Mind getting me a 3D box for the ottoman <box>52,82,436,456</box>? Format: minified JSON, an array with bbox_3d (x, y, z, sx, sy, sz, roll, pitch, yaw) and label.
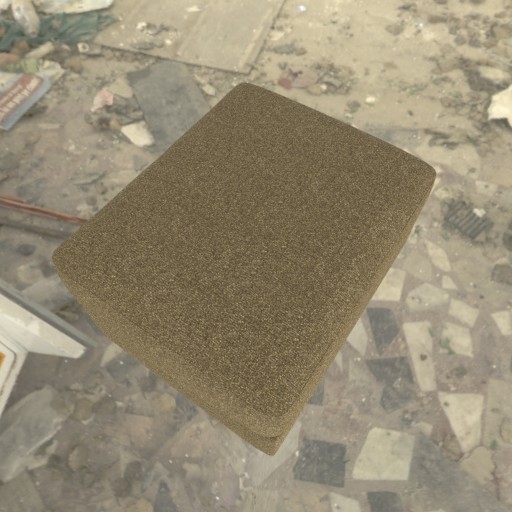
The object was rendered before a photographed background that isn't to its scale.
[{"bbox_3d":[0.000,0.000,1.143,0.598,0.476,0.742,30,63,17],"label":"ottoman"}]
